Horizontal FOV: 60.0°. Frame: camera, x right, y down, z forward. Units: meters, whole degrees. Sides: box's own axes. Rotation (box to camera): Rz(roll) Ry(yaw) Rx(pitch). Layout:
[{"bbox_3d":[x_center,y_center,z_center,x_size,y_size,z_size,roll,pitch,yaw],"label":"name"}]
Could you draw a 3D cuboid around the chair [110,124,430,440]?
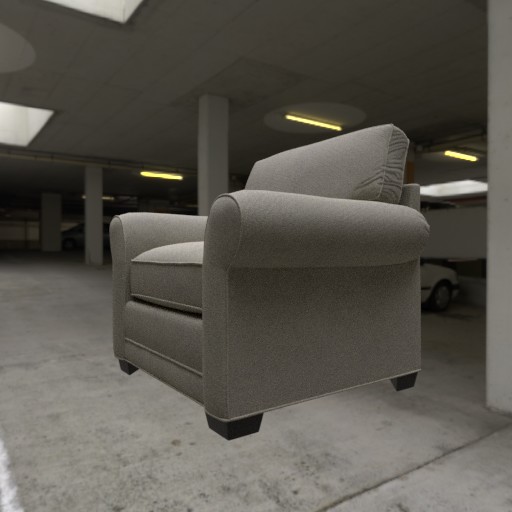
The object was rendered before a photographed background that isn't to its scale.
[{"bbox_3d":[0.000,0.000,1.886,0.939,1.044,1.147,0,1,-35],"label":"chair"}]
